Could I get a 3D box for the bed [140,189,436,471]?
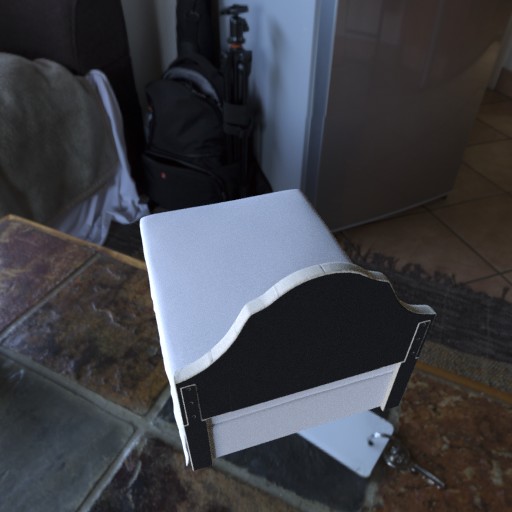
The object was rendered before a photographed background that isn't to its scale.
[{"bbox_3d":[0.000,0.000,3.278,1.627,1.575,2.092,-12,43,-13],"label":"bed"}]
